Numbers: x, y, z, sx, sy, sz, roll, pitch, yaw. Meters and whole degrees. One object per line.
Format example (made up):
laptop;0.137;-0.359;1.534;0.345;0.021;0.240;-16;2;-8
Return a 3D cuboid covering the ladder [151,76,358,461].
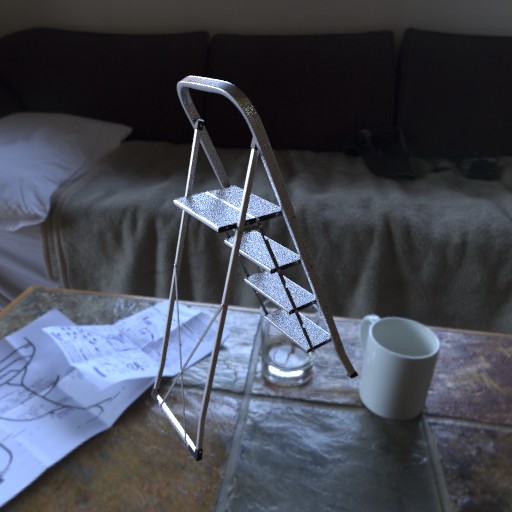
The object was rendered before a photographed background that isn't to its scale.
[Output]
ladder;0.000;0.000;1.698;0.830;1.290;0.465;-18;32;-31
